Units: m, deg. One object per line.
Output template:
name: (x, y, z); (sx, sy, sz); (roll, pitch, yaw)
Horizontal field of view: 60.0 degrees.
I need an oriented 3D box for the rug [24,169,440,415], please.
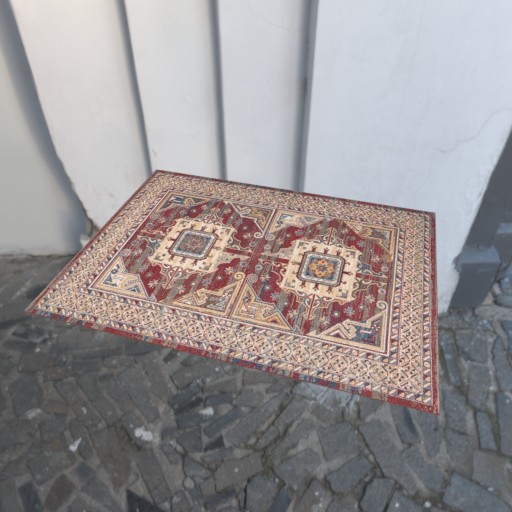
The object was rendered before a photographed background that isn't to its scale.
rug: (0.000, 0.000, 4.095); (3.197, 0.013, 2.381); (11, 42, 12)
